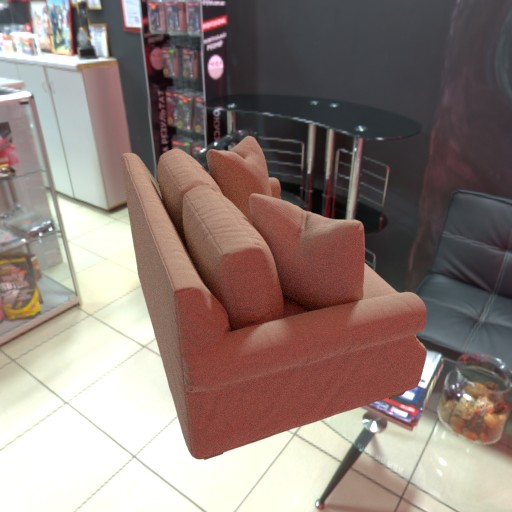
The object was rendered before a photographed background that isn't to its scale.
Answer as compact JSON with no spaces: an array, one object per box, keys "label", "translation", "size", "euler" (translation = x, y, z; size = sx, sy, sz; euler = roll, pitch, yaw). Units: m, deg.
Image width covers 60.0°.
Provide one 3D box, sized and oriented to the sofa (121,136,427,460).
[{"label":"sofa","translation":[0.000,0.000,2.189],"size":[1.070,0.905,1.550],"euler":[-11,32,-18]}]
